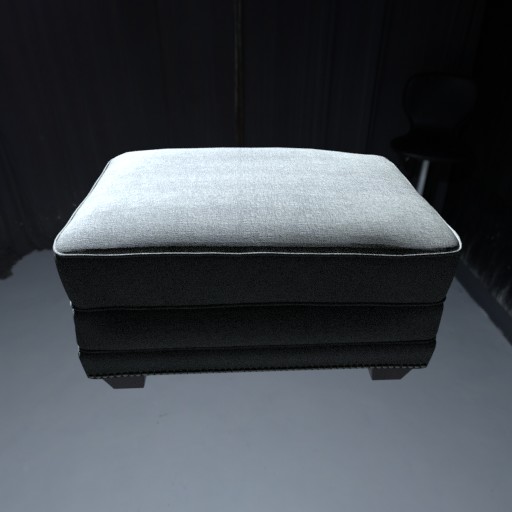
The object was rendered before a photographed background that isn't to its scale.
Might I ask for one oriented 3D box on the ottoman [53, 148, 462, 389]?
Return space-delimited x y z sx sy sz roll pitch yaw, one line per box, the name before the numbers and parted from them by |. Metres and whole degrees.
ottoman | 0.000 0.000 1.148 0.813 0.457 0.561 -1 32 -2
